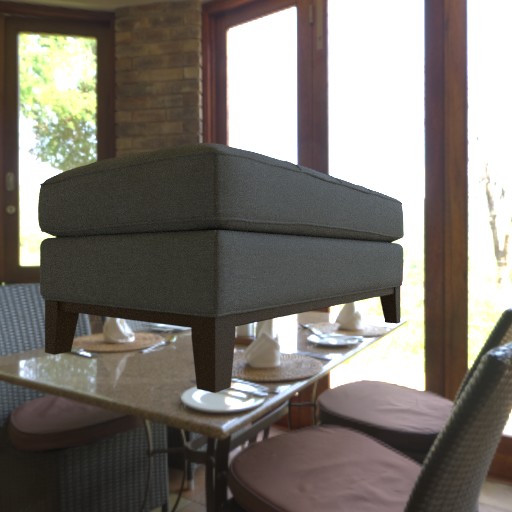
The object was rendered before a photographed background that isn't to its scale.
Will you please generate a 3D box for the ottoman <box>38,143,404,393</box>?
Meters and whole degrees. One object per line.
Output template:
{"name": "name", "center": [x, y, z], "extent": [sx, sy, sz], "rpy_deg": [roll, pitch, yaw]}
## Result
{"name": "ottoman", "center": [0.000, 0.000, 1.448], "extent": [0.648, 0.514, 1.143], "rpy_deg": [0, 0, 36]}
